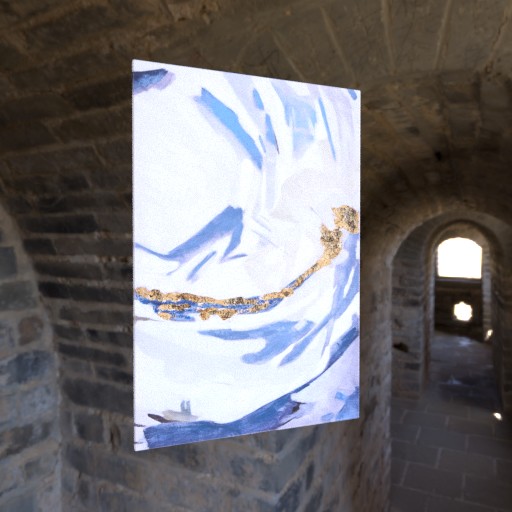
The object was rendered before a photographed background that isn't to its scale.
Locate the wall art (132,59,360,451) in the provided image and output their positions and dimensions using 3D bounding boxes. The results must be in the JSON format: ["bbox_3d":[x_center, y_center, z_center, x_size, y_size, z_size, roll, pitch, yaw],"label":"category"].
[{"bbox_3d":[0.000,0.000,1.139,0.610,0.914,0.016,0,1,-20],"label":"wall art"}]
